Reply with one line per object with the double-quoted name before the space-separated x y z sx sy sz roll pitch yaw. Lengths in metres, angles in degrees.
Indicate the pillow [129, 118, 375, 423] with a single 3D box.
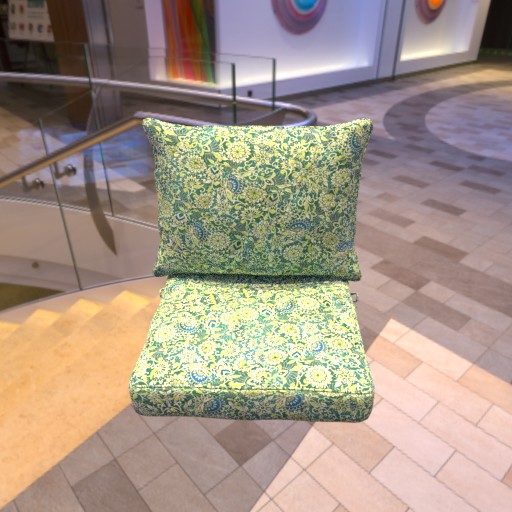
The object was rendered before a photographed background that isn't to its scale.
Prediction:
"pillow" 0.000 0.000 1.400 0.798 0.722 0.740 1 31 2
